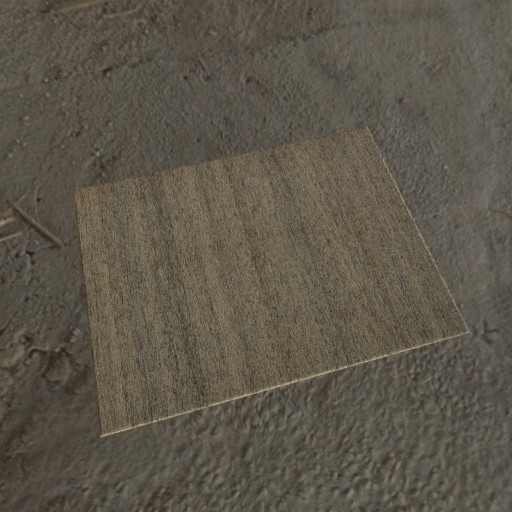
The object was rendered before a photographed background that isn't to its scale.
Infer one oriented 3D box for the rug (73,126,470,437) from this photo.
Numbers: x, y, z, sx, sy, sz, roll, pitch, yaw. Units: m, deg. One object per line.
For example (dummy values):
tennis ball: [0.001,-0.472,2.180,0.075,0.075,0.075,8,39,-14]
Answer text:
rug: [0.000,0.000,4.182,3.199,0.036,2.414,-14,65,-7]
